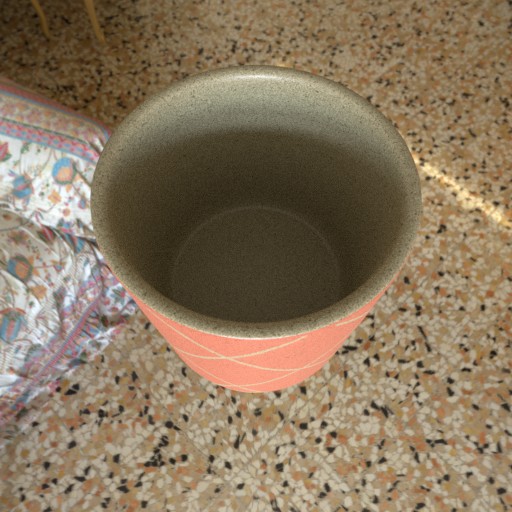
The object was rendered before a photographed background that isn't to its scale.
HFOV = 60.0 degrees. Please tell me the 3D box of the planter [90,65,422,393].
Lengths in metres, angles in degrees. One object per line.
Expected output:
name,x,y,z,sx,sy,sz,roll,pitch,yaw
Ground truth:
planter,0.000,0.000,0.345,0.191,0.200,0.191,0,63,0
